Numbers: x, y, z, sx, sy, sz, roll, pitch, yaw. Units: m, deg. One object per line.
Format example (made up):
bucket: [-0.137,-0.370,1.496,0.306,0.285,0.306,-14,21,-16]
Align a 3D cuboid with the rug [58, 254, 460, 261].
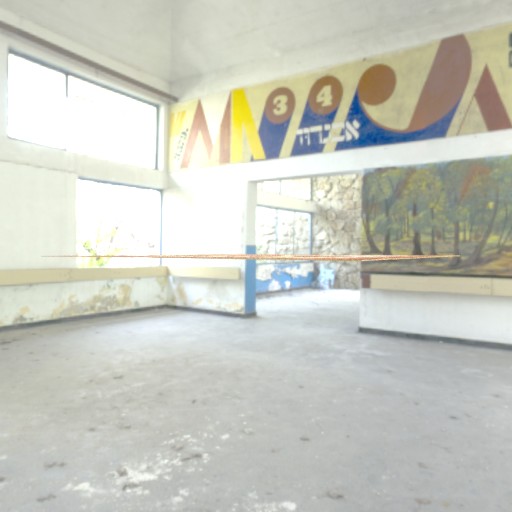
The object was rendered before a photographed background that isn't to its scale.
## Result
rug: [0.000,0.000,4.140,3.067,0.005,2.460,1,1,35]
